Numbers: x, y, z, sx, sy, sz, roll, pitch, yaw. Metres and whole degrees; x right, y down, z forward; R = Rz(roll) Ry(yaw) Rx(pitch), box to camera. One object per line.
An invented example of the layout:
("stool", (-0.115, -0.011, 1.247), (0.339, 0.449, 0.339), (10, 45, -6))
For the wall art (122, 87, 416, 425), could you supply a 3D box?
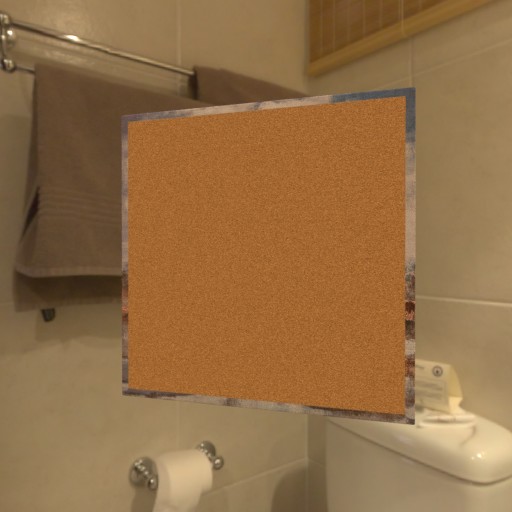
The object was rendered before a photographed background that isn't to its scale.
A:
("wall art", (0.000, 0.000, 1.313), (0.888, 0.897, 0.035), (0, 0, 16))
